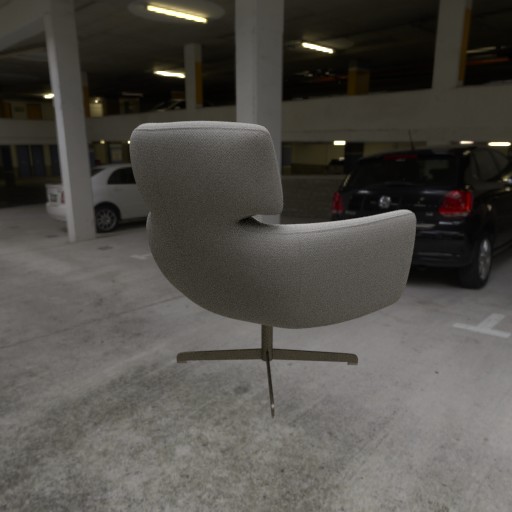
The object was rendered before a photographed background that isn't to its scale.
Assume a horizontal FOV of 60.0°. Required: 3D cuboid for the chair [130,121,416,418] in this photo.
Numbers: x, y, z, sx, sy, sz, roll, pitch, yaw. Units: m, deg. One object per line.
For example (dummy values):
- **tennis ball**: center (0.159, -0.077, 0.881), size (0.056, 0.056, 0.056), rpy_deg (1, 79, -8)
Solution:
- **chair**: center (0.000, 0.000, 1.430), size (0.760, 0.810, 0.730), rpy_deg (14, 20, 43)
